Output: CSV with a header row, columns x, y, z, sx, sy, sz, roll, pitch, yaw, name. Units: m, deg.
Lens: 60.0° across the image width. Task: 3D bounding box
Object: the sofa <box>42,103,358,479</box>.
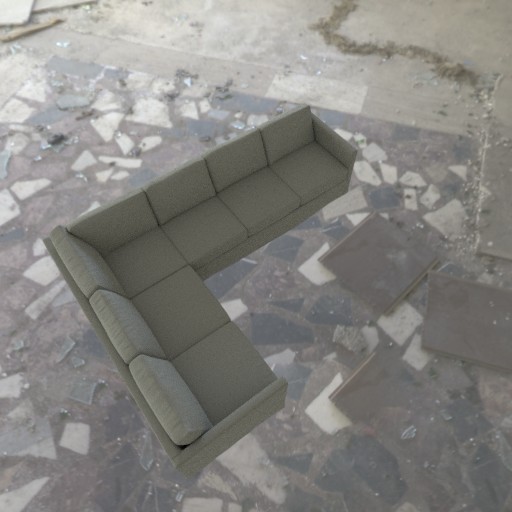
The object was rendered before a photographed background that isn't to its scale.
x,y,z,sx,sy,sz,roll,pitch,yaw,name
0.000,0.000,4.303,3.182,0.871,2.432,-32,63,-19,sofa
